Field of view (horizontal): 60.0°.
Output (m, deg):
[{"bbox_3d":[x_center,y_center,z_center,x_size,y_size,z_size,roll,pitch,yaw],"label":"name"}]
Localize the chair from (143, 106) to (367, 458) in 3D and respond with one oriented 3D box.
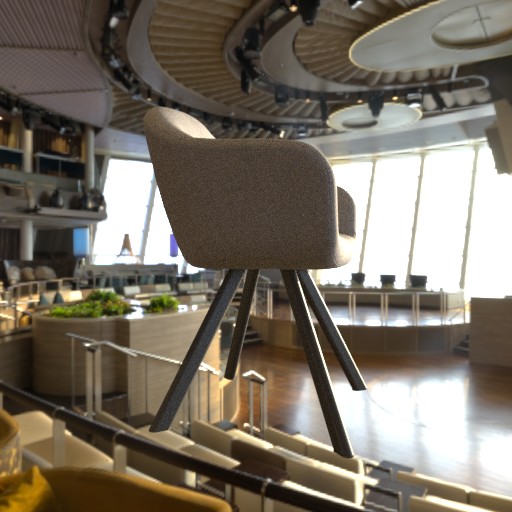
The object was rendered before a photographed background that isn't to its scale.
[{"bbox_3d":[0.000,0.000,1.183,0.550,0.795,0.590,0,0,17],"label":"chair"}]
